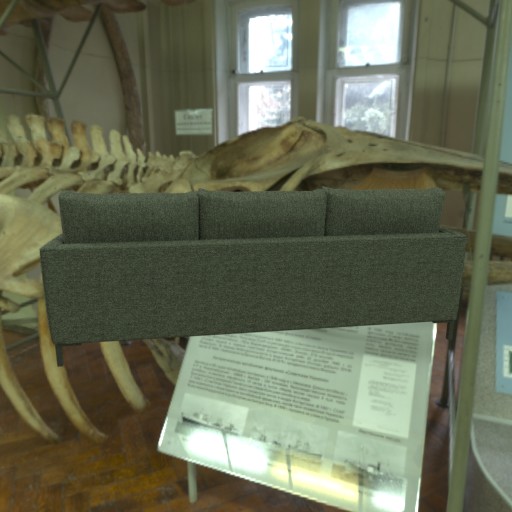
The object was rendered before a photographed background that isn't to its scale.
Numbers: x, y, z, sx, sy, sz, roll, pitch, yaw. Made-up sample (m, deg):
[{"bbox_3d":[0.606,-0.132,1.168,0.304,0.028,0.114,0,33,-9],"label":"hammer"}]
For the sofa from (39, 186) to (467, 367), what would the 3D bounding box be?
[{"bbox_3d":[0.000,0.000,2.724,2.253,0.879,0.876,-2,14,-8],"label":"sofa"}]
